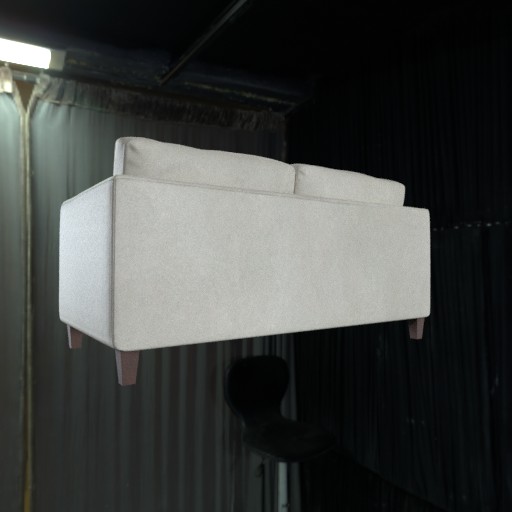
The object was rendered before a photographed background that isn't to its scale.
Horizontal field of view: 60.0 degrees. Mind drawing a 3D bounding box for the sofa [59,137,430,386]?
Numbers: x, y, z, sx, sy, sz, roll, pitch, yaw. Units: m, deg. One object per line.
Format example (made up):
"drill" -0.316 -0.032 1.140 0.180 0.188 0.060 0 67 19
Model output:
"sofa" 0.000 0.000 2.415 1.846 0.940 0.950 1 -1 -35
